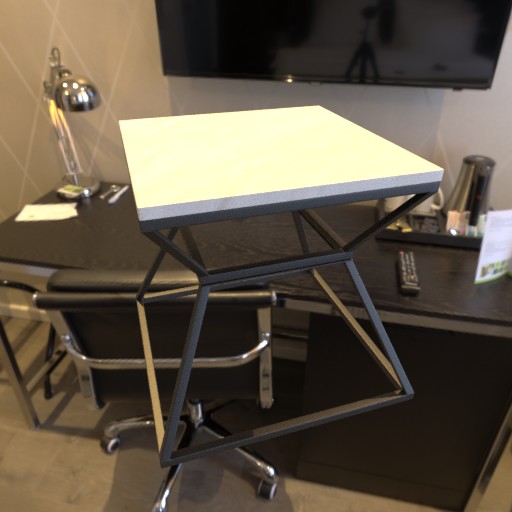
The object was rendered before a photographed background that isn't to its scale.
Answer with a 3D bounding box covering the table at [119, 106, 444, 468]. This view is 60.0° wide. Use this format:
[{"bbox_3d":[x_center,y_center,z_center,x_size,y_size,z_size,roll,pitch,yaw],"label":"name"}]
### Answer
[{"bbox_3d":[0.000,0.000,0.823,0.455,0.431,0.455,-9,32,-15],"label":"table"}]
